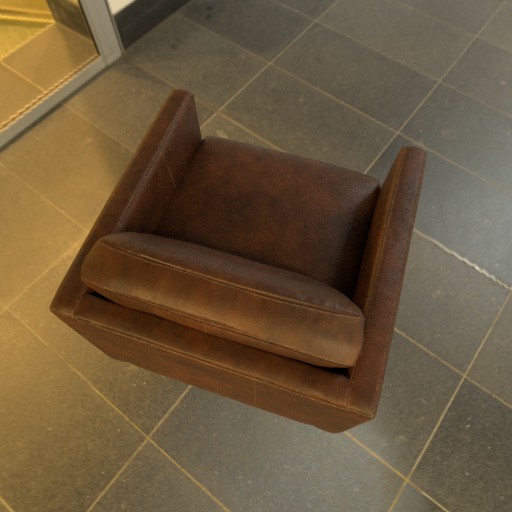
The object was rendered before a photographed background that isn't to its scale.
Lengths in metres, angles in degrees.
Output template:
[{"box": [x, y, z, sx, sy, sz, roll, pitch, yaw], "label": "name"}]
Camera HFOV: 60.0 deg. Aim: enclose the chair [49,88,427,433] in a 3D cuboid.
[{"box": [0.000, 0.000, 1.683, 0.990, 0.864, 0.975, 16, 65, 8], "label": "chair"}]
